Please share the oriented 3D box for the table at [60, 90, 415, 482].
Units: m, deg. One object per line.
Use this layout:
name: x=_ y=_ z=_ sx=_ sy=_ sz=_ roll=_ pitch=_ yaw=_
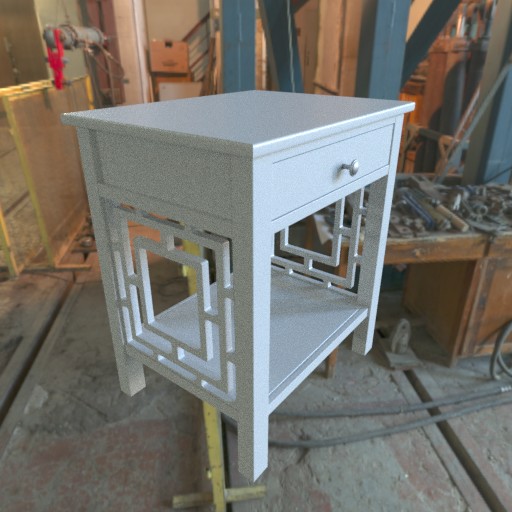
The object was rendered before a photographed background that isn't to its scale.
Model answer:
table: x=0.000 y=0.000 z=1.008 sx=0.451 sy=0.646 sz=0.564 roll=19 pitch=31 yaw=34
